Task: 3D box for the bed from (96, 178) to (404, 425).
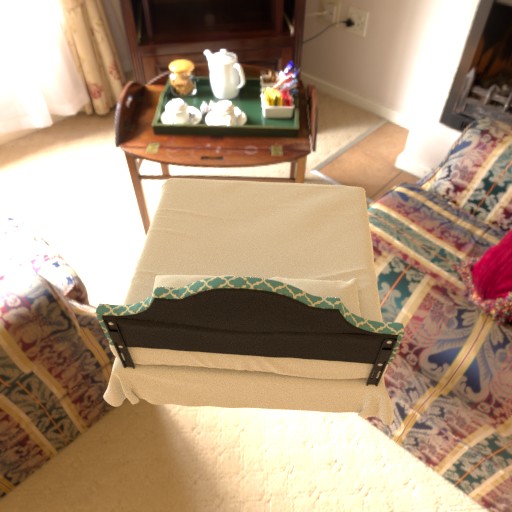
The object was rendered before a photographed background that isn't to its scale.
[{"bbox_3d":[0.000,0.000,3.761,2.314,1.601,2.222,3,47,3],"label":"bed"}]
